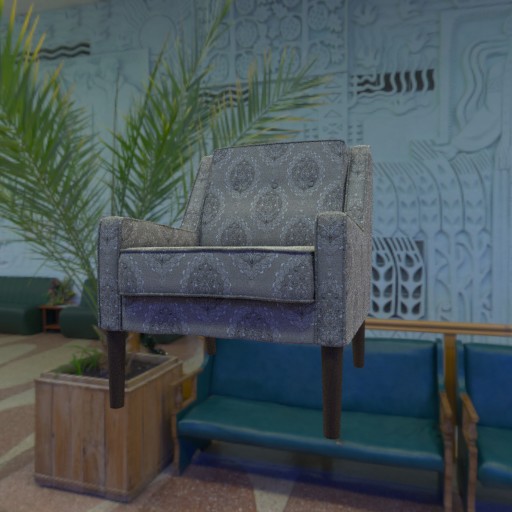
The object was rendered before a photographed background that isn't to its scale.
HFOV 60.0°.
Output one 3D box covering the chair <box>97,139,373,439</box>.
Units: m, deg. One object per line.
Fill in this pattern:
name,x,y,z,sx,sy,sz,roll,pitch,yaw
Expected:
chair,0.000,0.000,1.375,0.665,0.797,0.750,1,2,19
